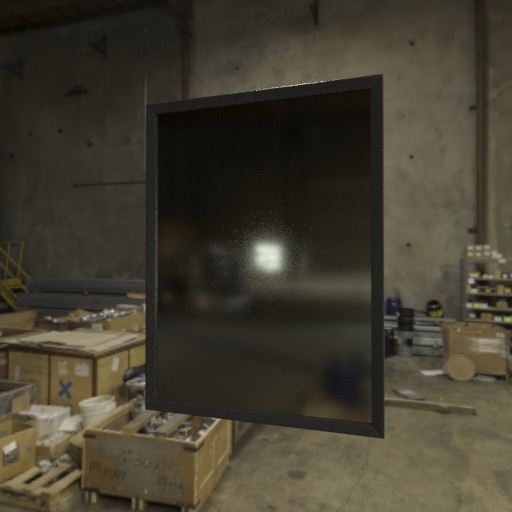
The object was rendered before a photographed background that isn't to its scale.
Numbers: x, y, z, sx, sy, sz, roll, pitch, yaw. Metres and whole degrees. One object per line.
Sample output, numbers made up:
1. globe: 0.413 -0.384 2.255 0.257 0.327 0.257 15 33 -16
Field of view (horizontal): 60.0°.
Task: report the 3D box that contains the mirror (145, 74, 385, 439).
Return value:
1. mirror: 0.000 0.000 1.373 0.762 1.016 0.040 0 -1 19
